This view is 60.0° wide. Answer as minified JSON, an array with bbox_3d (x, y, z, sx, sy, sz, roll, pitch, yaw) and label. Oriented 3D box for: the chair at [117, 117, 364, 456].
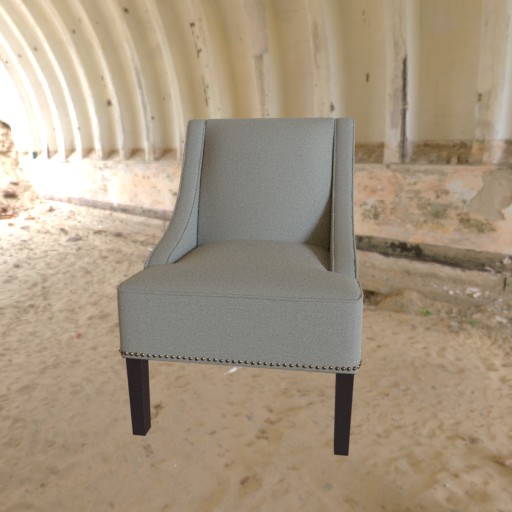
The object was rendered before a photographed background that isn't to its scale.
[{"bbox_3d":[0.000,0.000,1.375,0.610,0.864,0.737,2,13,8],"label":"chair"}]
